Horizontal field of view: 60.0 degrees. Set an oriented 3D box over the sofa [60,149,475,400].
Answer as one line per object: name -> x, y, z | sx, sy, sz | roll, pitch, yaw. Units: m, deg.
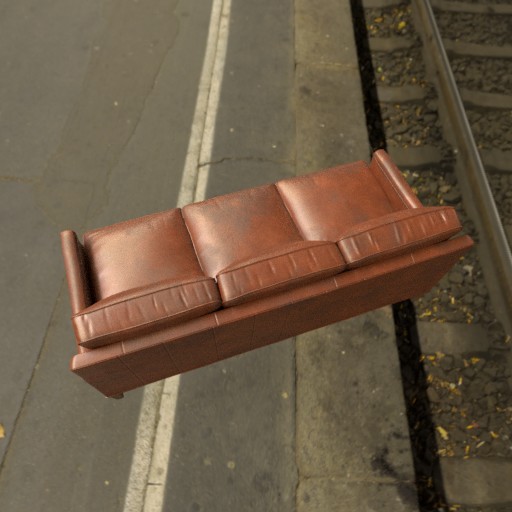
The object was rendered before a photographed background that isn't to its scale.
sofa -> 0.000, 0.000, 2.775 | 2.240, 1.003, 1.084 | -16, 59, -10
